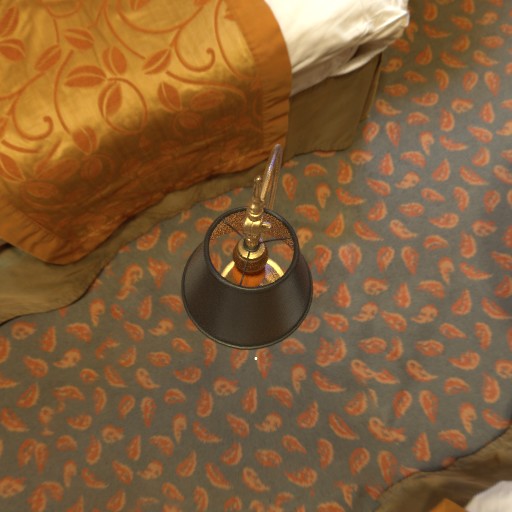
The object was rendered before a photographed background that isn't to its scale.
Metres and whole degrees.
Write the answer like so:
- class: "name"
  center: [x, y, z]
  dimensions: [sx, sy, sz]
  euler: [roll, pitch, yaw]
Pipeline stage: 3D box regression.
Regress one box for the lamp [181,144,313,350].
- class: "lamp"
  center: [0.000, 0.000, 0.817]
  dimensions: [0.235, 0.675, 0.344]
  euler: [15, 77, 3]
